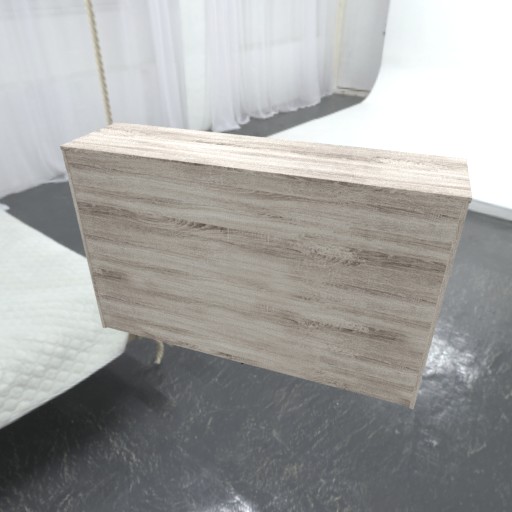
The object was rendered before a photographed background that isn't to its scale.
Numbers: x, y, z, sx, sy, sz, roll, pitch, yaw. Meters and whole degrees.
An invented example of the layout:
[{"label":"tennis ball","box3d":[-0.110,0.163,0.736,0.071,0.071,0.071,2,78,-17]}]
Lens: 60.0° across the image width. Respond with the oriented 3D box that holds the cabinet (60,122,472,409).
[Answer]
[{"label":"cabinet","box3d":[0.000,0.000,1.863,1.450,0.900,0.380,11,33,17]}]
